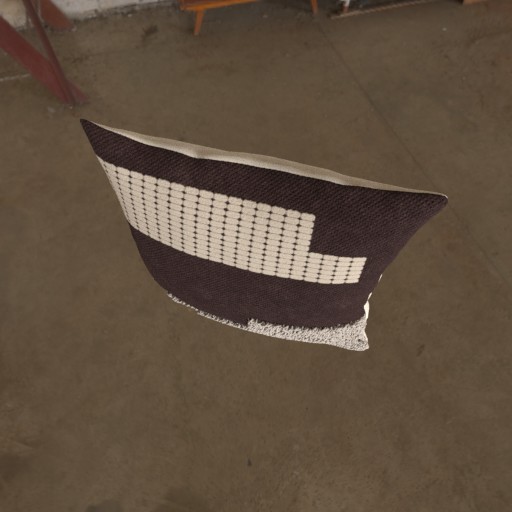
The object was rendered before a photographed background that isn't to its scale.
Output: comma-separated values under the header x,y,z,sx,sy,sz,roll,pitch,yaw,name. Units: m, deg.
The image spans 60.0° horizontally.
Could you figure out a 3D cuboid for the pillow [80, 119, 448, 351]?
x,y,z,sx,sy,sz,roll,pitch,yaw,name
0.000,0.000,0.737,0.475,0.473,0.178,14,59,9,pillow
